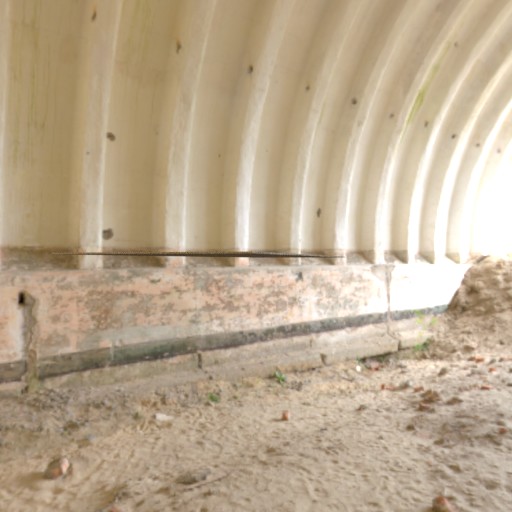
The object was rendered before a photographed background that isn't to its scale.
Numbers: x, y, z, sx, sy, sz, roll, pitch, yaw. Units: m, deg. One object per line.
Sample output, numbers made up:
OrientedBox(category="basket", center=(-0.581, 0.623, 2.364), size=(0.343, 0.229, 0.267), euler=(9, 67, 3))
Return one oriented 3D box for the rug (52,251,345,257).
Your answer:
OrientedBox(category="rug", center=(0.000, 0.000, 2.661), size=(0.783, 0.006, 2.438), euler=(0, -1, 18))
